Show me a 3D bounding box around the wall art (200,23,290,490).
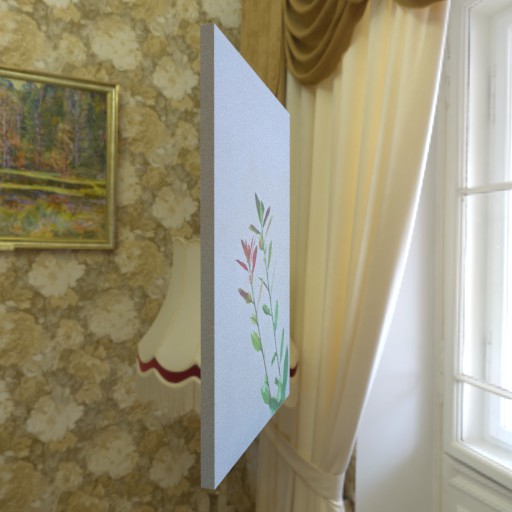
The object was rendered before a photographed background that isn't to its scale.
[{"bbox_3d":[0.000,0.000,1.452,0.038,1.143,0.764,0,1,18],"label":"wall art"}]
